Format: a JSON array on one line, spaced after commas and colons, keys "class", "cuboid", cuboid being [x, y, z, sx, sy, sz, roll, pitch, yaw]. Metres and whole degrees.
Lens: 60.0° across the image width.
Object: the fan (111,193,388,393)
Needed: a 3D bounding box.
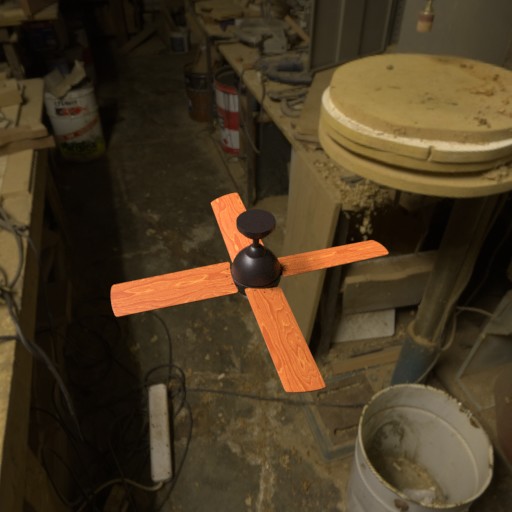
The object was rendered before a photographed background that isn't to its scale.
[{"class": "fan", "cuboid": [0.000, 0.000, 2.032, 1.332, 0.403, 1.332, -11, 42, -12]}]
